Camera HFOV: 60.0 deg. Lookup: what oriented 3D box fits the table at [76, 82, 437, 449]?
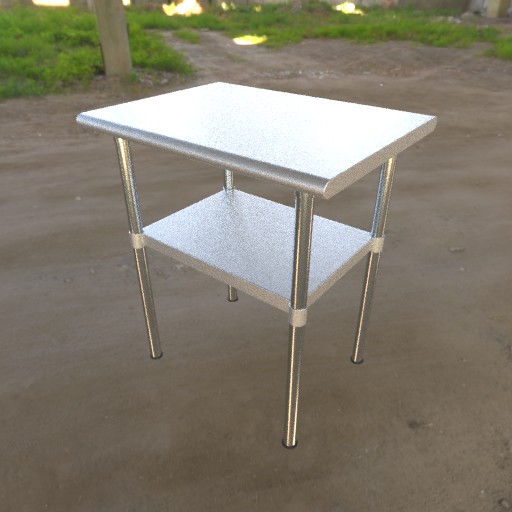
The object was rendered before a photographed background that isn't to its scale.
[{"bbox_3d":[0.000,0.000,1.400,0.762,0.876,0.584,22,38,32],"label":"table"}]
